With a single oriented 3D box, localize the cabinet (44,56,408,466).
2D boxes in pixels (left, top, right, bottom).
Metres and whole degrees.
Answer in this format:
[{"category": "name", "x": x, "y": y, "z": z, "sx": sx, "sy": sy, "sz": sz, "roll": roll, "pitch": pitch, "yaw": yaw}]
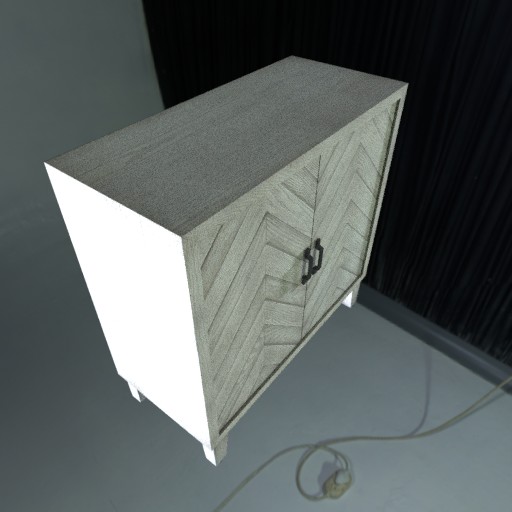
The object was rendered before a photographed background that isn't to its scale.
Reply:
[{"category": "cabinet", "x": 0.000, "y": 0.000, "z": 1.205, "sx": 0.370, "sy": 0.787, "sz": 0.781, "roll": 27, "pitch": 48, "yaw": 28}]
